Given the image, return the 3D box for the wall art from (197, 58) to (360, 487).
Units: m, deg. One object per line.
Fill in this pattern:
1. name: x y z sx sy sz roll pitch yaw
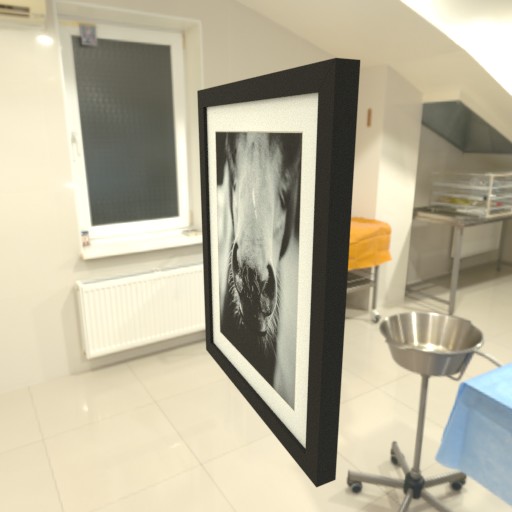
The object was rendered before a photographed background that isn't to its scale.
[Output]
1. wall art: 0.000 0.000 0.543 0.024 0.404 0.329 -8 17 -25
